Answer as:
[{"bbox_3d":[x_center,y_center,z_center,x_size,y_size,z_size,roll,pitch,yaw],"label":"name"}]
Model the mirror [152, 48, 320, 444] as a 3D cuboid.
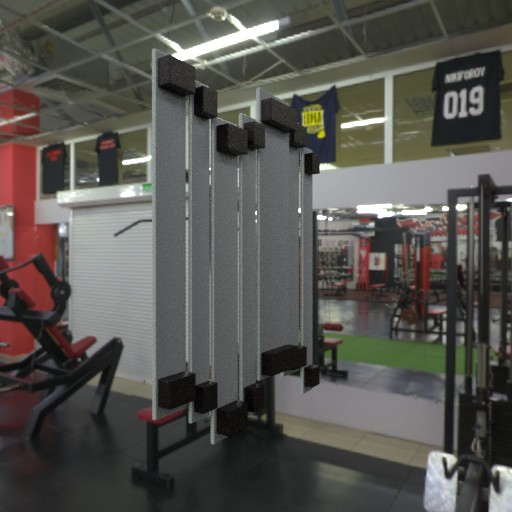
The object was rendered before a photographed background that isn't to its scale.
[{"bbox_3d":[0.000,0.000,0.803,0.058,0.611,0.445,0,0,35],"label":"mirror"}]
